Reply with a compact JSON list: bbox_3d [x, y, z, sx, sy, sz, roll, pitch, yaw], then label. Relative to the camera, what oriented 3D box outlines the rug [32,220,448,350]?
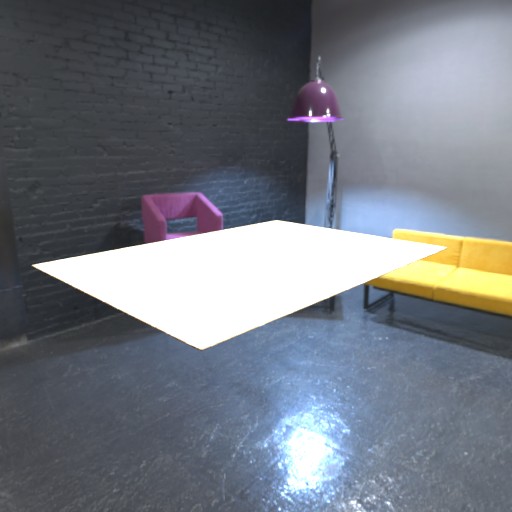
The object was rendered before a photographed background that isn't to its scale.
[{"bbox_3d":[0.000,0.000,4.364,2.438,0.010,3.353,14,20,42],"label":"rug"}]
